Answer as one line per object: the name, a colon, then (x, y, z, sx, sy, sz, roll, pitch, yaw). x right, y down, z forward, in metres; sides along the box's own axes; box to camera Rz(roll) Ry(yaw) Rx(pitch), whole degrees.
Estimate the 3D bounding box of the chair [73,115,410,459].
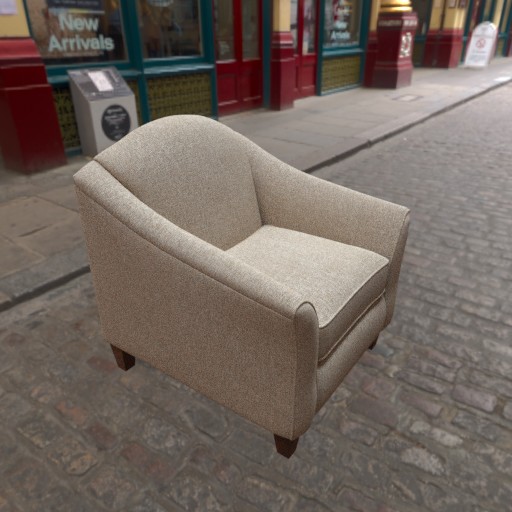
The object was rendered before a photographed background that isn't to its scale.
chair: (0.000, 0.000, 1.479, 0.787, 0.839, 0.763, 18, 32, 31)
